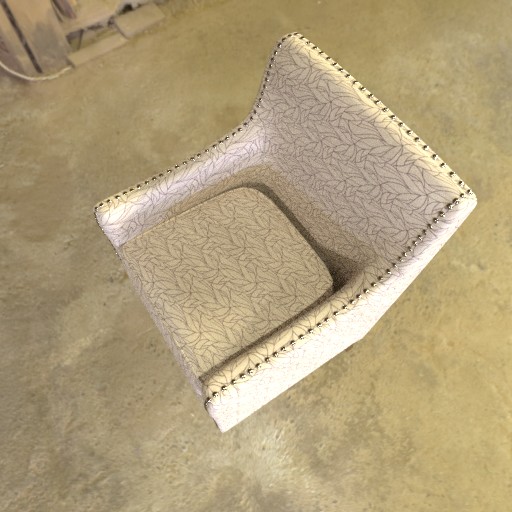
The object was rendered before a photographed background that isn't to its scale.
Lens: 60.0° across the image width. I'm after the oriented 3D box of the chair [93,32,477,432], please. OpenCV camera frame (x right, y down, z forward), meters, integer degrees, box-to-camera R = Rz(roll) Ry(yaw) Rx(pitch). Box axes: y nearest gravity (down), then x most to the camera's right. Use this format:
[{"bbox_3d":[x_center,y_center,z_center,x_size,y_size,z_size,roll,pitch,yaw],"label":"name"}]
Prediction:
[{"bbox_3d":[0.000,0.000,1.233,0.651,0.816,0.623,-30,66,-15],"label":"chair"}]
